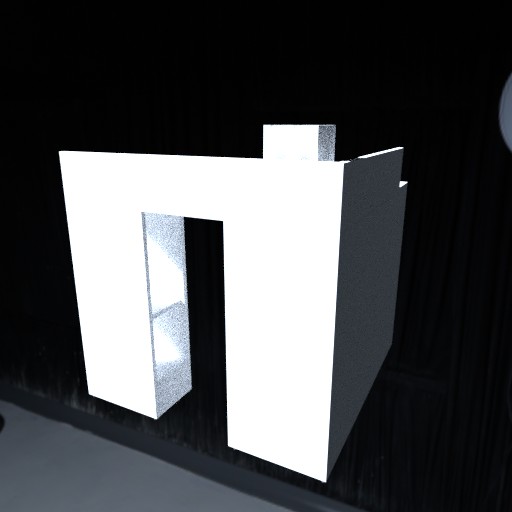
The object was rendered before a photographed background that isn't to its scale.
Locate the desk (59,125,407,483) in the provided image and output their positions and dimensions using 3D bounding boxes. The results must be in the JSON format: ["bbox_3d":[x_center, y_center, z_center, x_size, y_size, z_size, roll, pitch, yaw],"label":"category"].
[{"bbox_3d":[0.000,0.000,1.737,0.940,0.986,0.940,8,19,26],"label":"desk"}]
